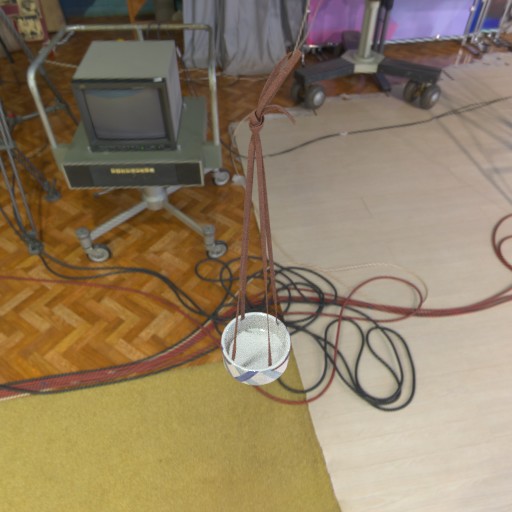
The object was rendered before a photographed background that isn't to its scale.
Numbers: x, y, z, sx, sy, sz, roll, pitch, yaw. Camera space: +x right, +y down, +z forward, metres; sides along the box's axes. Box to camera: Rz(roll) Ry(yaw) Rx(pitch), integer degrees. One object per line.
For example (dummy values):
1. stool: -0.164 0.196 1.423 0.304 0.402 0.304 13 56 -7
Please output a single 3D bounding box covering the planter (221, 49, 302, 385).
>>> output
1. planter: 0.000 0.000 0.825 0.166 0.751 0.166 32 55 26
